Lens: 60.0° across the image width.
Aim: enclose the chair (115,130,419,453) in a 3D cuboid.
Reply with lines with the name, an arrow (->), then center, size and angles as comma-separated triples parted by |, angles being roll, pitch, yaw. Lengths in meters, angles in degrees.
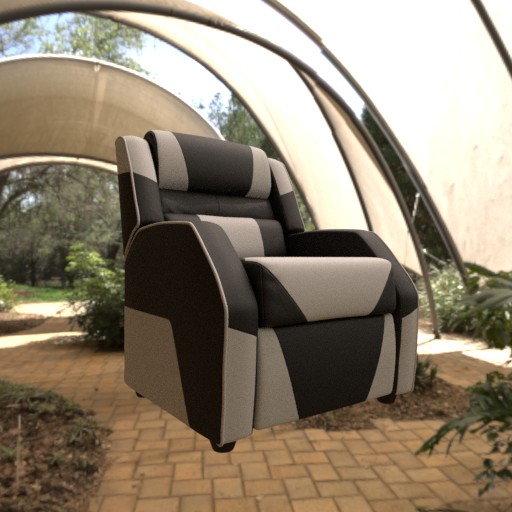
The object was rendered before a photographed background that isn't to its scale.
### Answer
chair -> 0.000, 0.000, 1.278 | 0.620, 0.805, 0.672 | 0, 0, -35
